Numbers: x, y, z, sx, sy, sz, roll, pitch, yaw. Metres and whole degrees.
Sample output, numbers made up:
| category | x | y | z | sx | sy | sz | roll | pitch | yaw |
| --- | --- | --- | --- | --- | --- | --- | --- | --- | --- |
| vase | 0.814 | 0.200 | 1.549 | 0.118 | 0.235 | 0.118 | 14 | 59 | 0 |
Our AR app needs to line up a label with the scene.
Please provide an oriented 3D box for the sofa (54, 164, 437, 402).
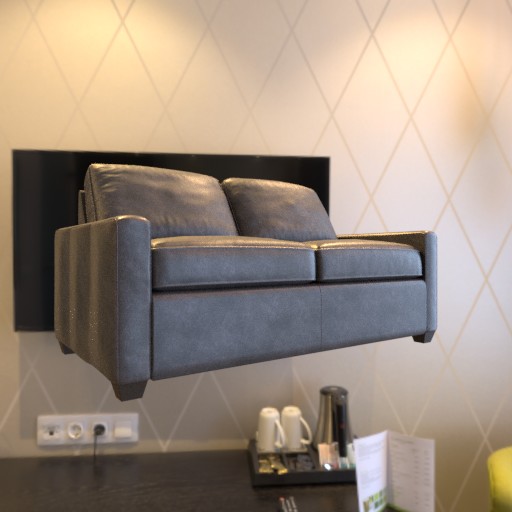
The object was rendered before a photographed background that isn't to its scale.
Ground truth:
| category | x | y | z | sx | sy | sz | roll | pitch | yaw |
| --- | --- | --- | --- | --- | --- | --- | --- | --- | --- |
| sofa | 0.000 | 0.000 | 2.231 | 1.732 | 0.916 | 0.939 | 0 | 0 | -35 |
